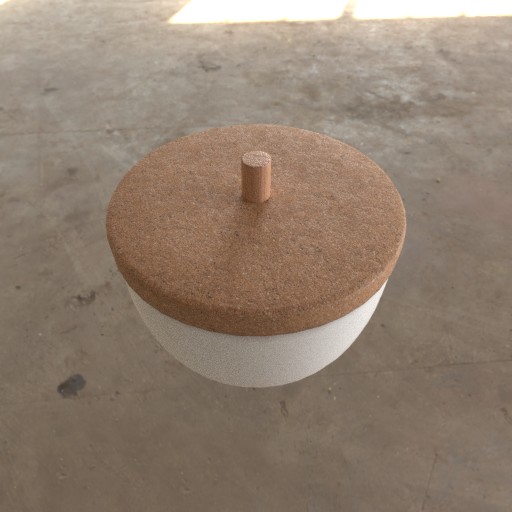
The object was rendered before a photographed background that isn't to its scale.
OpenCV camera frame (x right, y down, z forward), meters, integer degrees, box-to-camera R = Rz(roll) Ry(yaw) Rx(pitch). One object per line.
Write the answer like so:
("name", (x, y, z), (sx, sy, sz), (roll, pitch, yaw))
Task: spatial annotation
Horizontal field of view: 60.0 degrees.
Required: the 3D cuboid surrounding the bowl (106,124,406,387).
("bowl", (0.000, 0.000, 0.215), (0.126, 0.110, 0.126), (0, 46, 0))
